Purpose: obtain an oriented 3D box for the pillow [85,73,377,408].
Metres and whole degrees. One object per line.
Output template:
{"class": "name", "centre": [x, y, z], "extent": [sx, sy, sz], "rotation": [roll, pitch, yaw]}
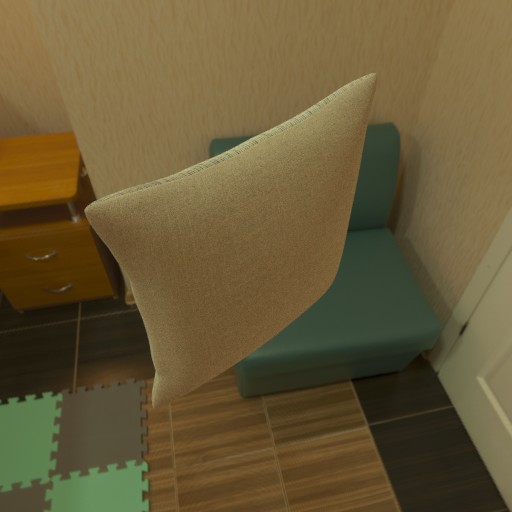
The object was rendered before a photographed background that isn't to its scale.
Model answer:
{"class": "pillow", "centre": [0.000, 0.000, 0.777], "extent": [0.512, 0.506, 0.178], "rotation": [-32, 55, -27]}
